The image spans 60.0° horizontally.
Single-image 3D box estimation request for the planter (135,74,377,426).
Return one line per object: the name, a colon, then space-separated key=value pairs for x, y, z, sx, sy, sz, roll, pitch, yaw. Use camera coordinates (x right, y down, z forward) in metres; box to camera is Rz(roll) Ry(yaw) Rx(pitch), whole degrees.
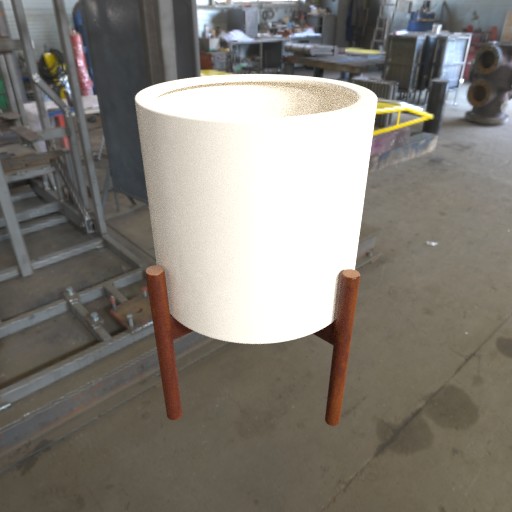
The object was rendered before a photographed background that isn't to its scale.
planter: x=0.000 y=0.000 z=0.952 sx=0.417 sy=0.670 sz=0.417 roll=1 pitch=31 yaw=2
